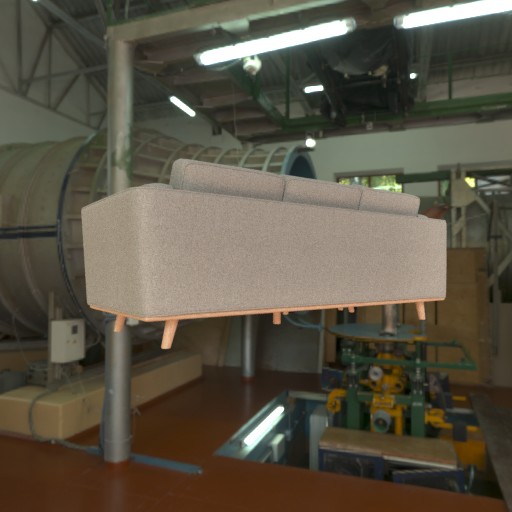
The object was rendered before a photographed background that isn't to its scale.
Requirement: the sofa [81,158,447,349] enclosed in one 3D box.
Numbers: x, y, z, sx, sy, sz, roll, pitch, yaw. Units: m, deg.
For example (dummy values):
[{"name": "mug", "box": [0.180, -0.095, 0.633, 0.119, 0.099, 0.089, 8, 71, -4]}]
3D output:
[{"name": "sofa", "box": [0.000, 0.000, 3.220, 2.411, 0.929, 1.604, 1, -2, -36]}]
